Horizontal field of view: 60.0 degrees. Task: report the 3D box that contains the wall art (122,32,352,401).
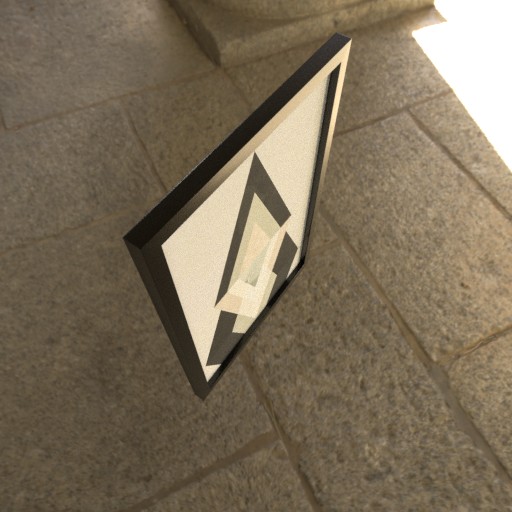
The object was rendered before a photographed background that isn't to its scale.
[{"bbox_3d":[0.000,0.000,0.585,0.019,0.455,0.314,31,64,18],"label":"wall art"}]
